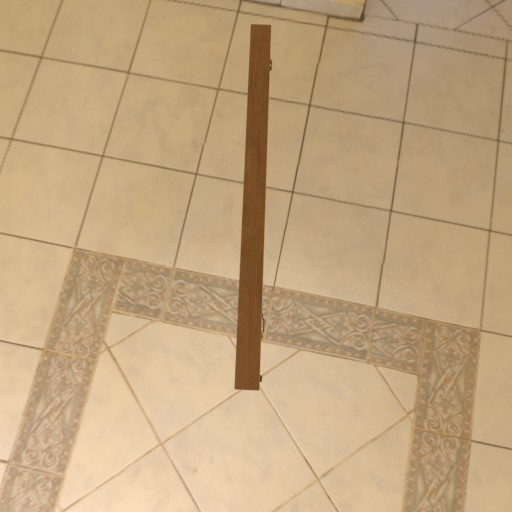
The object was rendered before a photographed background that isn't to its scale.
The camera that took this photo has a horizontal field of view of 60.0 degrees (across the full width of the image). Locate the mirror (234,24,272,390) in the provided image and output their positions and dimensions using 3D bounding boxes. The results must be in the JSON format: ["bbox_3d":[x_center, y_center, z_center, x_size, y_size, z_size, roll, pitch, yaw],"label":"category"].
[{"bbox_3d":[0.000,0.000,1.144,0.040,0.915,0.609,2,77,0],"label":"mirror"}]
